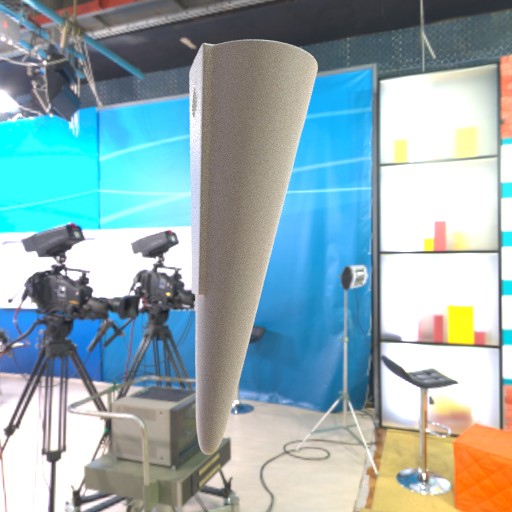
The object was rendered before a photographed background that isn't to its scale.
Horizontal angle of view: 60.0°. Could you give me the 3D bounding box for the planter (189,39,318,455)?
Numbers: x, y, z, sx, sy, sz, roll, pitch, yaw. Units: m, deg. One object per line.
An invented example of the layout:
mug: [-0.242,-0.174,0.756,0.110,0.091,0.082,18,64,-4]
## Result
planter: [0.000,0.000,0.226,0.064,0.193,0.057,0,-1,-19]
